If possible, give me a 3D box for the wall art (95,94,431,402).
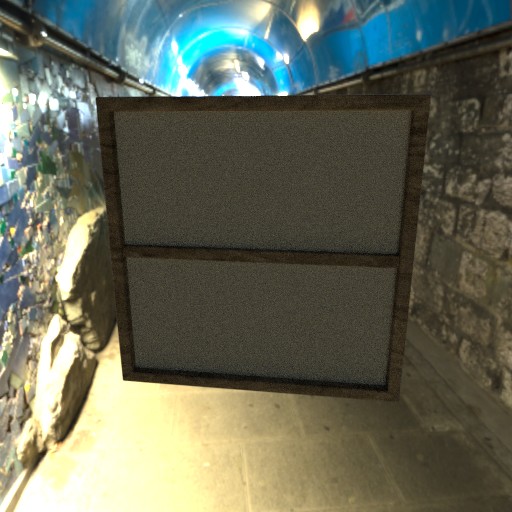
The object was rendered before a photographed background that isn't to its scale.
[{"bbox_3d":[0.000,0.000,1.097,0.747,0.747,0.035,2,17,7],"label":"wall art"}]
